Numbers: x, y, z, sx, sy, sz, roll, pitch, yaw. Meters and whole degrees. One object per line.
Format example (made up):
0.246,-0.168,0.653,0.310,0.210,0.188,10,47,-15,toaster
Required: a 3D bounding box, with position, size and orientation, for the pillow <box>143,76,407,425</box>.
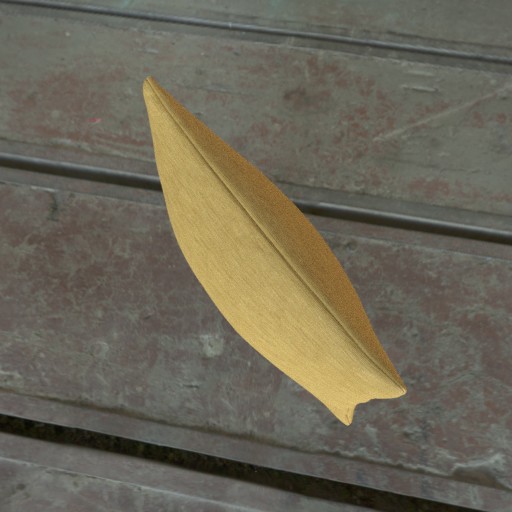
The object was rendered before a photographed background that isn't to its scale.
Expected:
0.000,0.000,0.785,0.210,0.354,0.634,-32,68,-15,pillow
